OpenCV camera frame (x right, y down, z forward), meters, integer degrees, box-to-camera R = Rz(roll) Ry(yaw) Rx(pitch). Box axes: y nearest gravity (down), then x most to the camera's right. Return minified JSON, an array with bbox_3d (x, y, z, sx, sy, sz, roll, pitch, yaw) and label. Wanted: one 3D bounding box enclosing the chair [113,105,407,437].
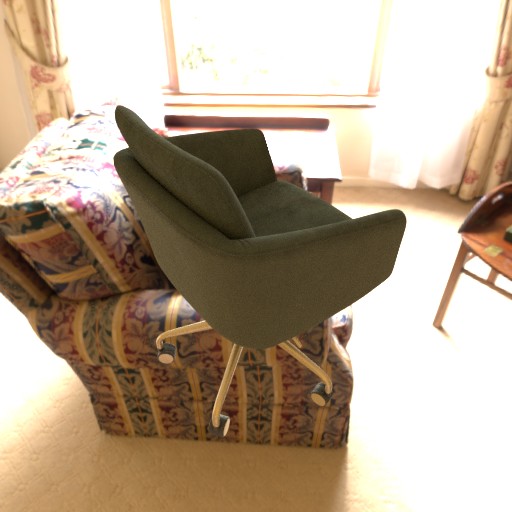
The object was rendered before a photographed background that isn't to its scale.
[{"bbox_3d":[0.000,0.000,1.320,0.635,0.908,0.641,-25,44,-28],"label":"chair"}]
